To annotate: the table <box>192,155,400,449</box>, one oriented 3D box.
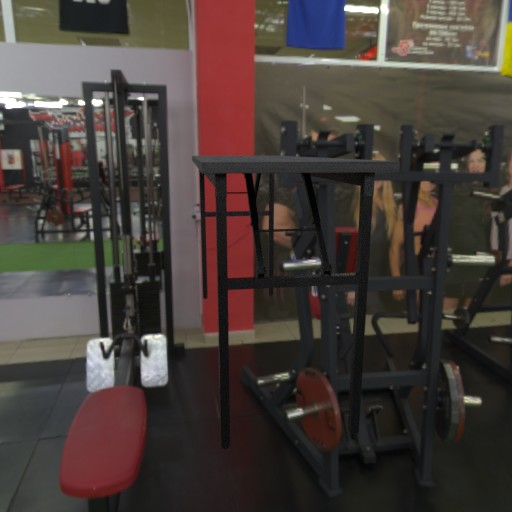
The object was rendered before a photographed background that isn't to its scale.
[{"bbox_3d":[0.000,0.000,1.727,0.449,0.750,1.399,-2,13,-9],"label":"table"}]
